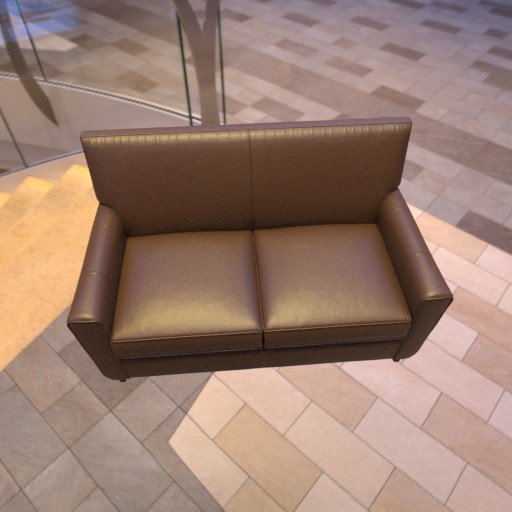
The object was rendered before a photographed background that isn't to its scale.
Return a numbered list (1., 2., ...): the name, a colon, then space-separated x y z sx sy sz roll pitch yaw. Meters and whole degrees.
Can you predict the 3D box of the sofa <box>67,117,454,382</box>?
1. sofa: 0.000 0.000 2.020 1.468 0.859 0.853 -3 48 -3
